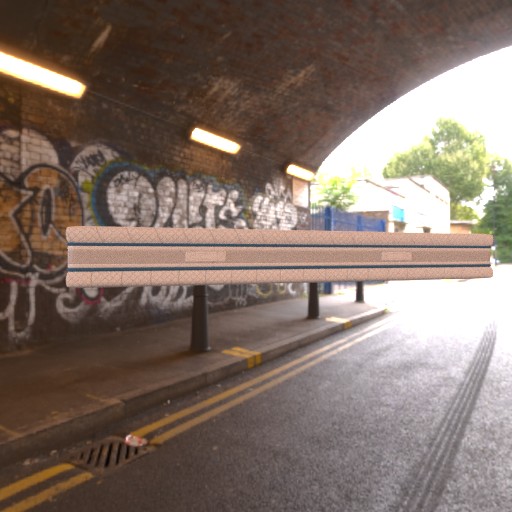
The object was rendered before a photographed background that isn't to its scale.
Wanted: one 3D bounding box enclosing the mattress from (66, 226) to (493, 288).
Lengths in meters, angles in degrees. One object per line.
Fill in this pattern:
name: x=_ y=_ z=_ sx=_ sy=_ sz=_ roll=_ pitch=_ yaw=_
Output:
mattress: x=0.000 y=0.000 z=2.675 sx=2.000 sy=0.230 sz=1.600 roll=0 pitch=0 yaw=-19
